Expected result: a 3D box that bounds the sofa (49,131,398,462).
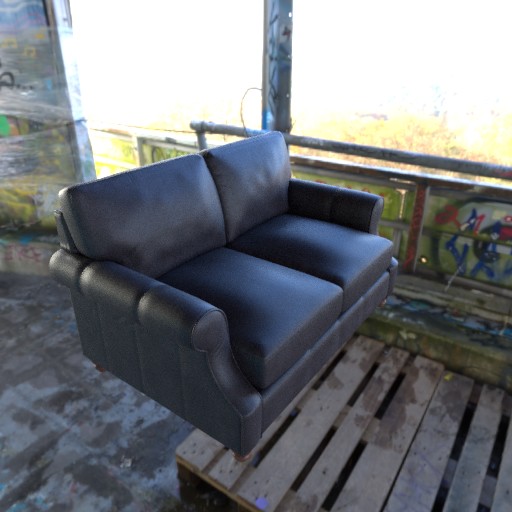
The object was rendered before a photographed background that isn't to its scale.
[{"bbox_3d":[0.000,0.000,2.292,1.030,0.979,1.663,18,31,32],"label":"sofa"}]
